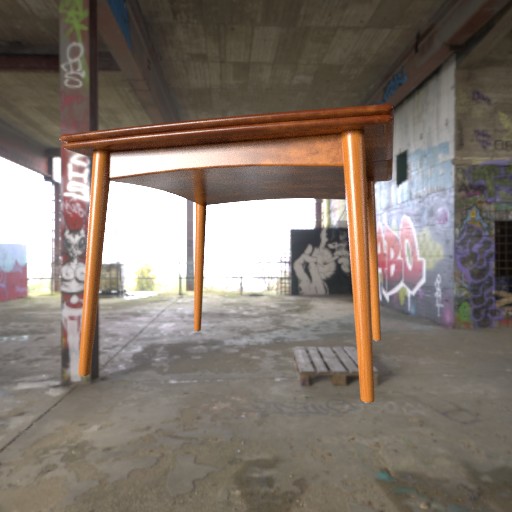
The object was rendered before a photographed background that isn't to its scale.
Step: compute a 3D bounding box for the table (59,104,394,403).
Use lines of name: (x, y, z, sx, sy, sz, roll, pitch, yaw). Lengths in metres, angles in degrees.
table: (0.000, 0.000, 1.677, 0.991, 0.754, 0.991, 0, 0, 17)
